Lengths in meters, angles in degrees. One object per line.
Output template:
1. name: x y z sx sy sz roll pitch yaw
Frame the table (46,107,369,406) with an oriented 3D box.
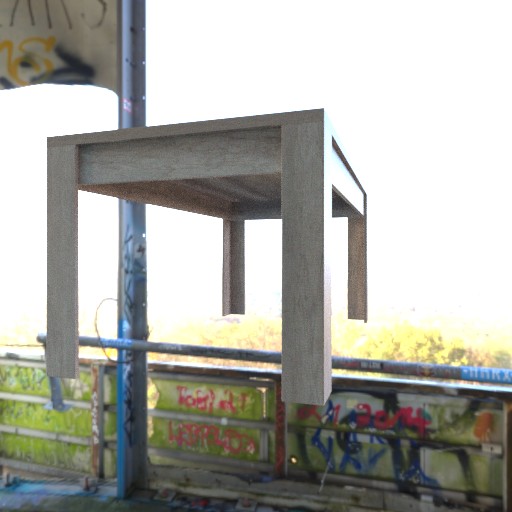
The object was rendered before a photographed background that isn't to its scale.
1. table: 0.000 0.000 2.052 0.900 0.775 1.600 0 0 18
